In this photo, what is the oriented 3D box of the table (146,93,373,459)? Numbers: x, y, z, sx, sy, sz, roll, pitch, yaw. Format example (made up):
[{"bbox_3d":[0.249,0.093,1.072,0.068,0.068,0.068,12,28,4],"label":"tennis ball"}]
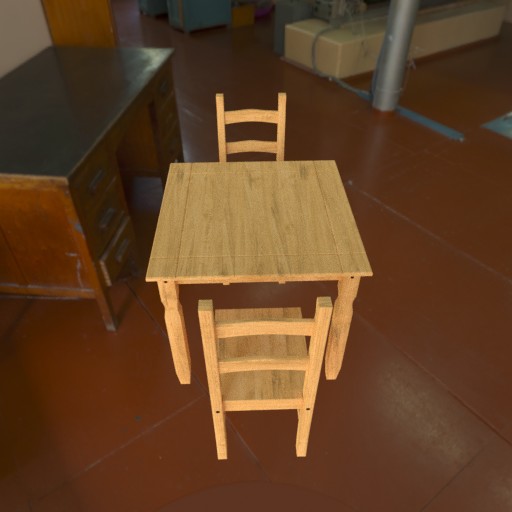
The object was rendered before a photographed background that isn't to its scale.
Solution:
[{"bbox_3d":[0.000,0.000,2.061,0.813,0.942,1.501,-1,41,-1],"label":"table"}]
